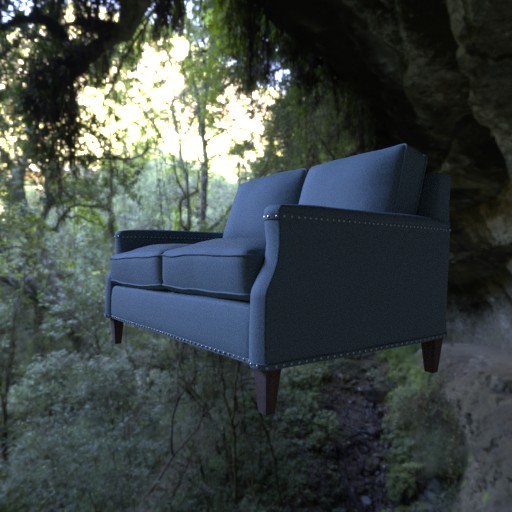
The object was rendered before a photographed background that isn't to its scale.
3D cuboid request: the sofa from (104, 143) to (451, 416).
[{"bbox_3d":[0.000,0.000,2.263,1.084,1.003,1.597,0,-1,-36],"label":"sofa"}]
